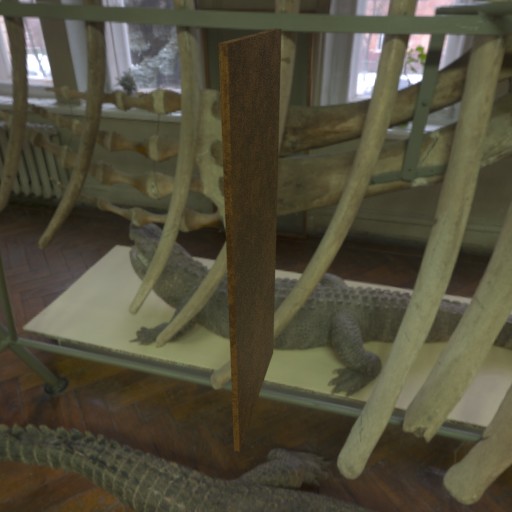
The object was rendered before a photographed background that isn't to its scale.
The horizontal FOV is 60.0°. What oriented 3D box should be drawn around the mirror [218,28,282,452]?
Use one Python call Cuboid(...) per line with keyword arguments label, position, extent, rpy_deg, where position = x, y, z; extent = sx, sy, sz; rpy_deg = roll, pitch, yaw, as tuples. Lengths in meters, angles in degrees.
Cuboid(label="mirror", position=(0.000, 0.000, 2.267), extent=(0.032, 2.031, 0.812), rpy_deg=(8, 31, 13))
